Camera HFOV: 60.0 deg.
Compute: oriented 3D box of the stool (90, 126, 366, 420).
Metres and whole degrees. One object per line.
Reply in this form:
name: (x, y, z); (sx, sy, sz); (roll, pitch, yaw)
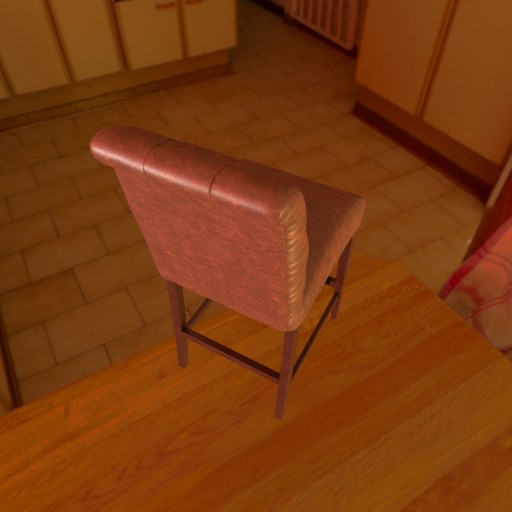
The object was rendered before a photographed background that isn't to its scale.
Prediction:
stool: (0.000, 0.000, 1.423); (0.486, 1.084, 0.660); (22, 50, 20)
